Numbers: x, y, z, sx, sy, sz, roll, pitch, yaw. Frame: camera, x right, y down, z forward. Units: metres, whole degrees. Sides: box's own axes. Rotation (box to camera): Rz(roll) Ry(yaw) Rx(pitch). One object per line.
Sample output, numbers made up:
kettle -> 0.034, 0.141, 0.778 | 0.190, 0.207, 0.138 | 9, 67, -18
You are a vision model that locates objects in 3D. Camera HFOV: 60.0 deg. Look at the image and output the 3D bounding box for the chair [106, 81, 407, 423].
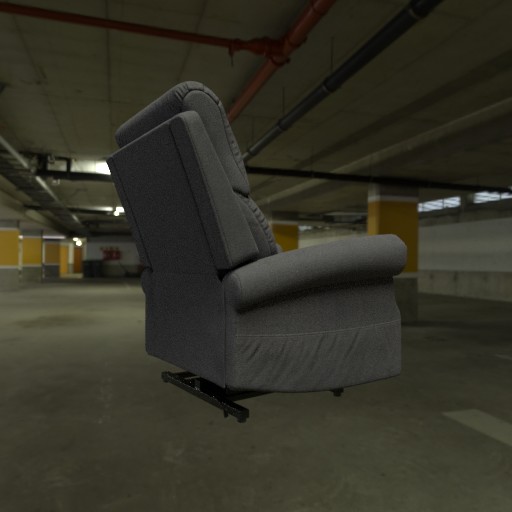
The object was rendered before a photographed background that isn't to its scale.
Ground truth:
chair -> 0.000, 0.000, 1.749 | 0.979, 1.031, 0.871 | 0, -1, -36
